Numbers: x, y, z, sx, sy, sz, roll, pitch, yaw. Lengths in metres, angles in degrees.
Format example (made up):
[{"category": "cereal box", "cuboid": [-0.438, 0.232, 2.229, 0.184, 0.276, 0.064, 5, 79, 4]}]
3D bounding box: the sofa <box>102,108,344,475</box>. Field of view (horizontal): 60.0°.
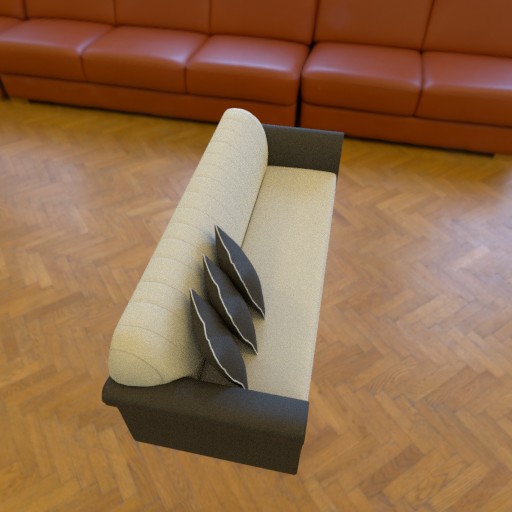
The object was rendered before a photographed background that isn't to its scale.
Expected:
[{"category": "sofa", "cuboid": [0.000, 0.000, 2.382, 0.755, 0.787, 2.001, 8, 47, 8]}]
